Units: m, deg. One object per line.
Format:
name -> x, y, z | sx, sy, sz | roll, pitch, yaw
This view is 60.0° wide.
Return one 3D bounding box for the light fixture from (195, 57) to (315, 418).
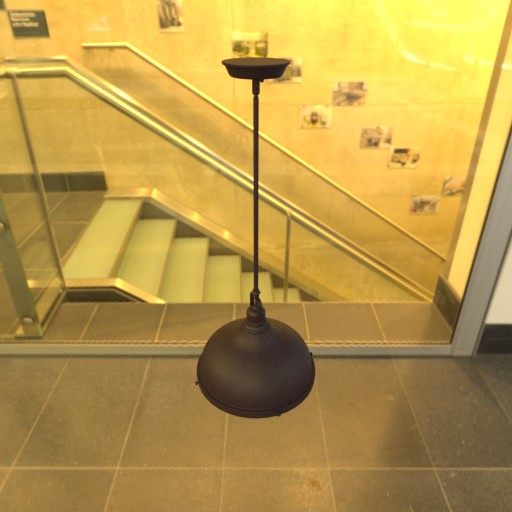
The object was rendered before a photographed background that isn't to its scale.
light fixture -> 0.000, 0.000, 1.048 | 0.341, 0.849, 0.341 | -10, 31, -17
